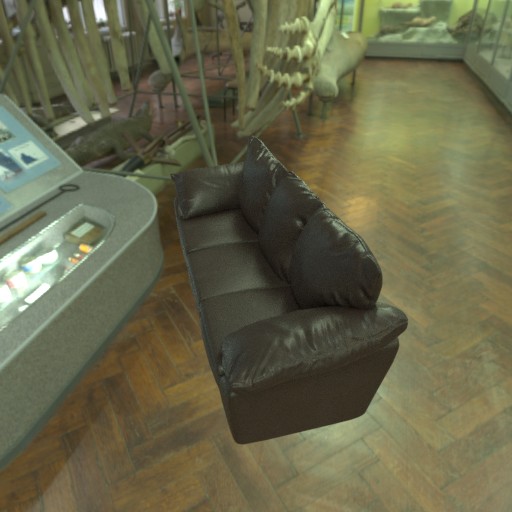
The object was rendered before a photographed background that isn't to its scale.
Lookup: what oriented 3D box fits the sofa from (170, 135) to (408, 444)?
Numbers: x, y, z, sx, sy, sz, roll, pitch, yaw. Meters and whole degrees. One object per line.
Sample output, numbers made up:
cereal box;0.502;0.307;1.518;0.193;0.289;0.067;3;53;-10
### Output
sofa;0.000;0.000;2.980;0.907;1.091;2.390;-8;33;-13
